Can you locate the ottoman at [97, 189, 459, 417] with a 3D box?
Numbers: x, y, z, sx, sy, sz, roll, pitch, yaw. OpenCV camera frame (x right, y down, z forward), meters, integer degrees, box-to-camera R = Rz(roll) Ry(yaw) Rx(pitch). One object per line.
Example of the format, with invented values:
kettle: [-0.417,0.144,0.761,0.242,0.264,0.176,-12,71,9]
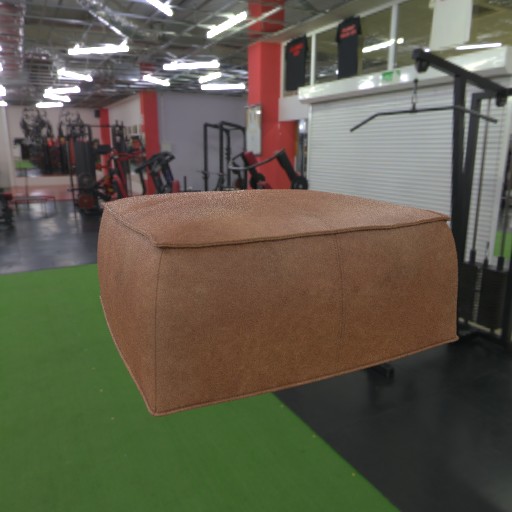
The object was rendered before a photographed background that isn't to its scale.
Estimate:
ottoman: [0.000,0.000,1.388,0.902,0.395,0.901,-6,15,-25]
